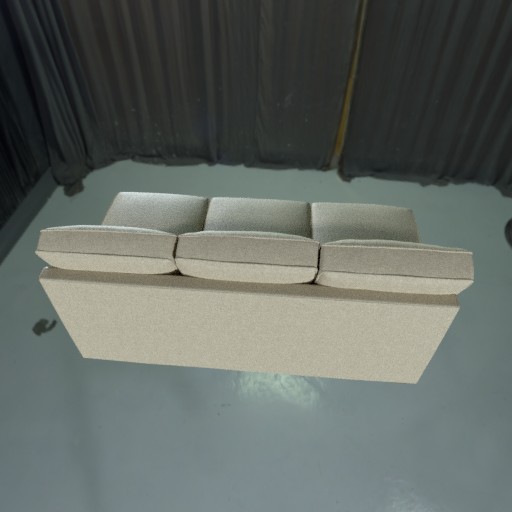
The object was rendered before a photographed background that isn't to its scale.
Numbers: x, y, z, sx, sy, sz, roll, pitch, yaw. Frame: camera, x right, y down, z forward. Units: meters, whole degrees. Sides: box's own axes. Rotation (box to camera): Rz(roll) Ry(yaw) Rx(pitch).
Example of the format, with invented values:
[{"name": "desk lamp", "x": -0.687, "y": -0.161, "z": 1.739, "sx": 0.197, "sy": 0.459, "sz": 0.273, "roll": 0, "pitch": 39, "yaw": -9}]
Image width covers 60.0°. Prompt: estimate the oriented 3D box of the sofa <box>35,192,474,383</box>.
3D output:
[{"name": "sofa", "x": 0.000, "y": 0.000, "z": 2.546, "sx": 1.962, "sy": 0.973, "sz": 1.027, "roll": 4, "pitch": 47, "yaw": 3}]
